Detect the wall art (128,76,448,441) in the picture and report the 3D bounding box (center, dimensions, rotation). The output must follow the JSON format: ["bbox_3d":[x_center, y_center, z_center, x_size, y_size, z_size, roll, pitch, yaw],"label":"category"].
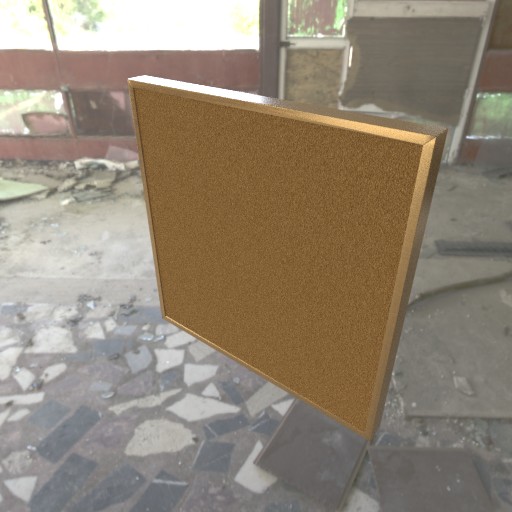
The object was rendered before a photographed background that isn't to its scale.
[{"bbox_3d":[0.000,0.000,0.737,0.505,0.505,0.037,23,38,32],"label":"wall art"}]
